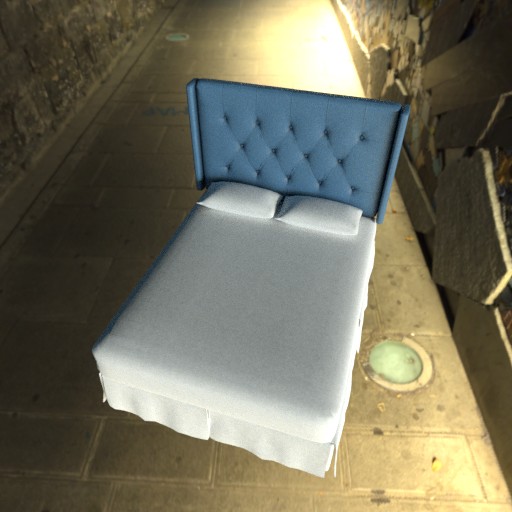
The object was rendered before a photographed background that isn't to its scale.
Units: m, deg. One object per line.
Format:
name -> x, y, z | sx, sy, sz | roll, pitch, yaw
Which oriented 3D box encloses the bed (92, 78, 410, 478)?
bed -> 0.000, 0.000, 3.191 | 1.719, 1.665, 2.078 | 12, 44, 13
